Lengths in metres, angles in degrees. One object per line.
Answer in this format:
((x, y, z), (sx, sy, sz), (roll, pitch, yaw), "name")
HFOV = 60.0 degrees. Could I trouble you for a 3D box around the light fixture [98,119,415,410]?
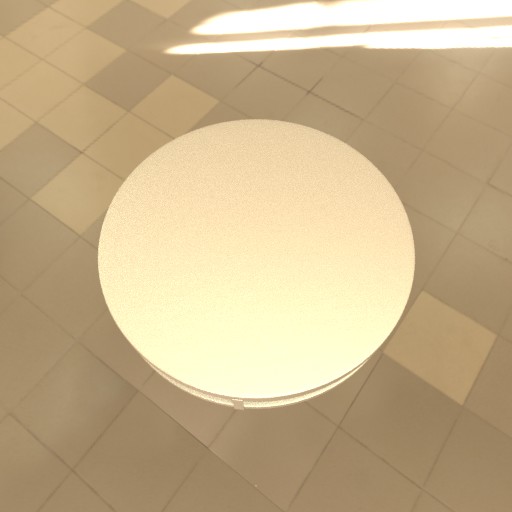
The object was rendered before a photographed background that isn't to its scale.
((0.000, 0.000, 0.545), (0.356, 0.102, 0.356), (0, 63, 0), "light fixture")
